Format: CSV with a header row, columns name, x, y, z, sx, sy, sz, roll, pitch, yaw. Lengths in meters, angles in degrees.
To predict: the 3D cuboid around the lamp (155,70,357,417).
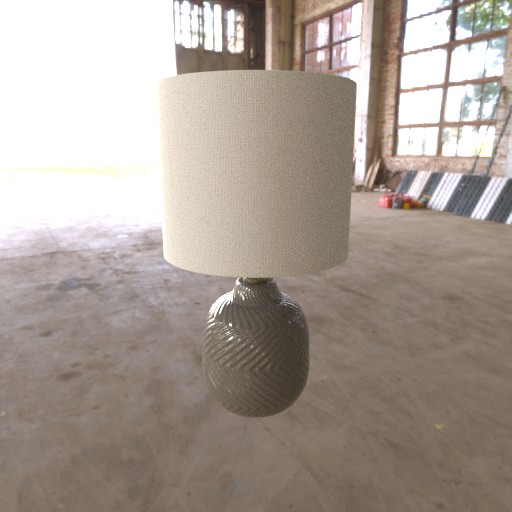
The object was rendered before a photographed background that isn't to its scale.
name,x,y,z,sx,sy,sz,roll,pitch,yaw
lamp,0.000,0.000,0.507,0.207,0.366,0.207,-2,14,-9
